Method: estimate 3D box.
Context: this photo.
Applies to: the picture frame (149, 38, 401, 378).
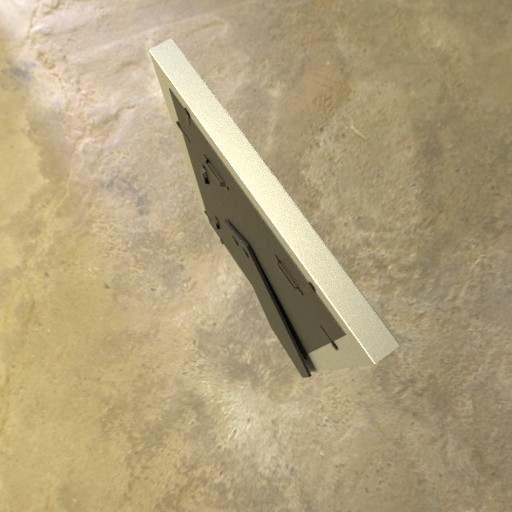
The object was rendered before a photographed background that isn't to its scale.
[{"bbox_3d":[0.000,0.000,0.522,0.036,0.386,0.307,-33,77,-9],"label":"picture frame"}]
